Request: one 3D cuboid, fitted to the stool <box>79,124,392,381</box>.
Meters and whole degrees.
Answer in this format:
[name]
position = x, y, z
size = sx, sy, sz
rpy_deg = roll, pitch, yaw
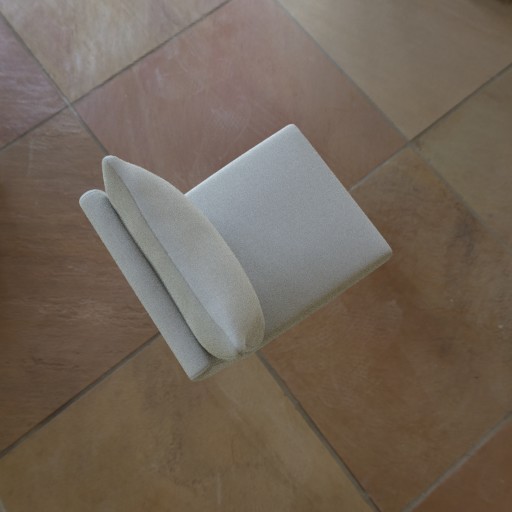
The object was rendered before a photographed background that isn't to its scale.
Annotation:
[stool]
position = 0.000, 0.000, 1.296
size = 0.572, 1.032, 0.463
rpy_deg = -34, 79, -7
